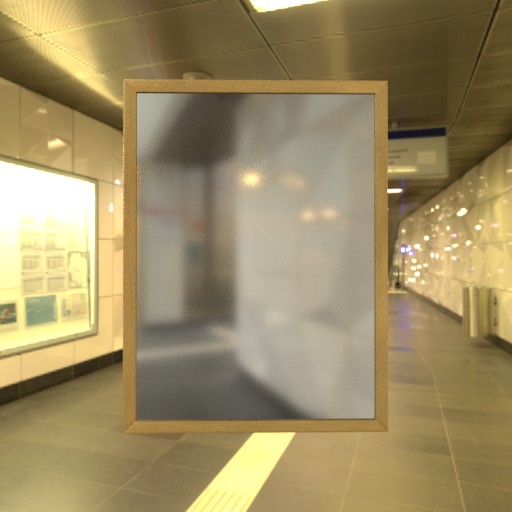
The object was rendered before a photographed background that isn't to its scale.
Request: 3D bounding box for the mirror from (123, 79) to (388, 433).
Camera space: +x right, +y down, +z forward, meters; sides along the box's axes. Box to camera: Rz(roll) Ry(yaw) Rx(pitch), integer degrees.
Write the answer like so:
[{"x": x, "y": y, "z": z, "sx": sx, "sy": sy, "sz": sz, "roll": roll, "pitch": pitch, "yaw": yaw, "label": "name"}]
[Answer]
[{"x": 0.000, "y": 0.000, "z": 1.295, "sx": 0.762, "sy": 1.016, "sz": 0.040, "roll": 0, "pitch": 0, "yaw": -1, "label": "mirror"}]
